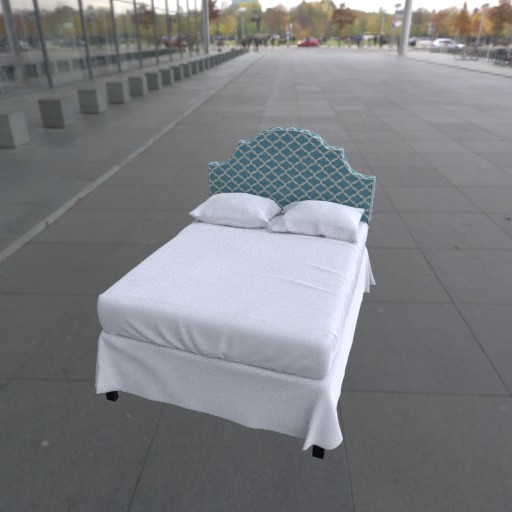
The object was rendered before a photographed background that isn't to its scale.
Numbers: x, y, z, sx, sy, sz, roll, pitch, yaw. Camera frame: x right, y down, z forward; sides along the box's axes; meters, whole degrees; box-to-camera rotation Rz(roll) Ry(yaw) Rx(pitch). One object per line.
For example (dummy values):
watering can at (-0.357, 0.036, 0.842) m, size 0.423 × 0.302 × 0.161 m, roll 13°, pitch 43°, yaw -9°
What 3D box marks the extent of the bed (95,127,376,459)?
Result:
bed at (0.000, 0.000, 3.447) m, size 1.780 × 1.633 × 2.222 m, roll 9°, pitch 28°, yaw 17°
